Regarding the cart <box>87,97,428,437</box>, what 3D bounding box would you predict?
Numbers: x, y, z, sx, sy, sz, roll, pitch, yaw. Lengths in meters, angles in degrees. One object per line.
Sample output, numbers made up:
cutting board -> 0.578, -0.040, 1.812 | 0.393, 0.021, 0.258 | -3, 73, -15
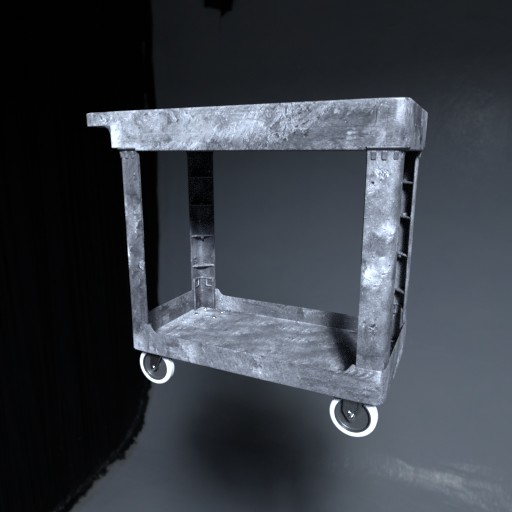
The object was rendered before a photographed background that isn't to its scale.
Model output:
cart -> 0.000, 0.000, 1.337 | 0.877, 0.824, 0.420 | 6, 14, 25
